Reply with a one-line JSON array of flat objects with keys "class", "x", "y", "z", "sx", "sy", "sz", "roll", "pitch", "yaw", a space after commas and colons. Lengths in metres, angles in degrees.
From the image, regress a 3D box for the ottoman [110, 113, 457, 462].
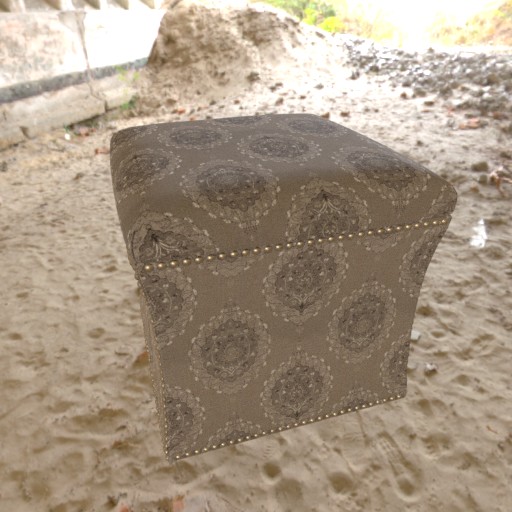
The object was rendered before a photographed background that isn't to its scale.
[{"class": "ottoman", "x": 0.000, "y": 0.000, "z": 0.884, "sx": 0.497, "sy": 0.473, "sz": 0.507, "roll": -9, "pitch": 31, "yaw": -16}]
